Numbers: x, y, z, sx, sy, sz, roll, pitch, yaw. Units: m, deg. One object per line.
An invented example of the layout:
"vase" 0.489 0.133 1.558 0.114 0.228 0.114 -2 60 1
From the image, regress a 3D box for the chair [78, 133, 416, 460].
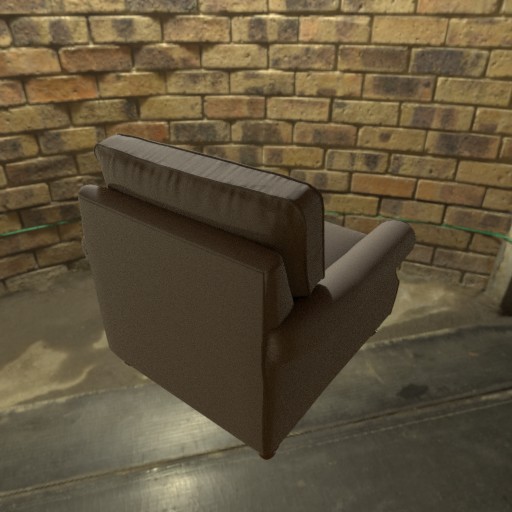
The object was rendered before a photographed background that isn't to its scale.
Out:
"chair" 0.000 0.000 1.753 1.029 0.967 0.966 21 37 32
